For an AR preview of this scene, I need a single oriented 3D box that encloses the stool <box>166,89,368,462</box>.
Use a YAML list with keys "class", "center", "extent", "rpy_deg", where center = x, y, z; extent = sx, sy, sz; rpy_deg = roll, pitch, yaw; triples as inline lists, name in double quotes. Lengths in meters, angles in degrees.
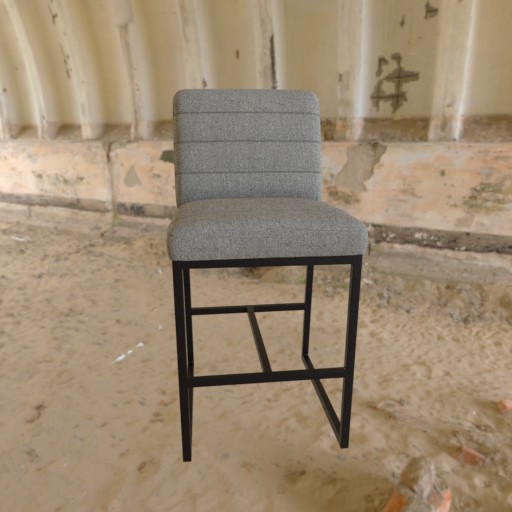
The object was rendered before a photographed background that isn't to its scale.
- class: "stool"
  center: [0.000, 0.000, 1.274]
  extent: [0.460, 0.940, 0.560]
  rpy_deg: [-2, 16, -7]
